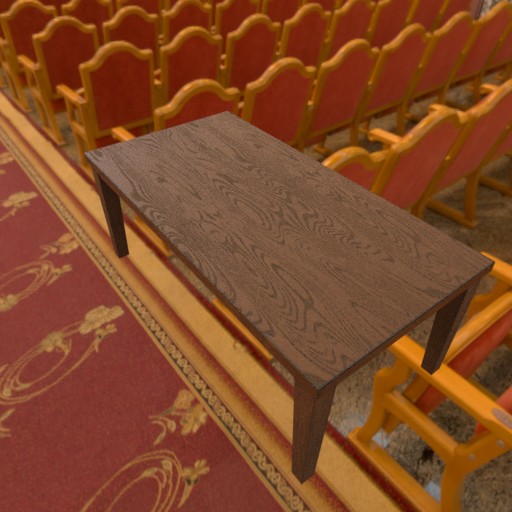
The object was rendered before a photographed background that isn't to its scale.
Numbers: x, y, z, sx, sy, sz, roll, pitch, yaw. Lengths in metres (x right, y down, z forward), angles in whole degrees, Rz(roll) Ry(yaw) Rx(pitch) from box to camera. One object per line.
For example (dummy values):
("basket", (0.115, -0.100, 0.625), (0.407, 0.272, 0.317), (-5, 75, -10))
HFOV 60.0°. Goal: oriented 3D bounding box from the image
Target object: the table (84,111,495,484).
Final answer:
("table", (0.000, 0.000, 2.465), (1.016, 0.762, 1.981), (-26, 47, -27))
